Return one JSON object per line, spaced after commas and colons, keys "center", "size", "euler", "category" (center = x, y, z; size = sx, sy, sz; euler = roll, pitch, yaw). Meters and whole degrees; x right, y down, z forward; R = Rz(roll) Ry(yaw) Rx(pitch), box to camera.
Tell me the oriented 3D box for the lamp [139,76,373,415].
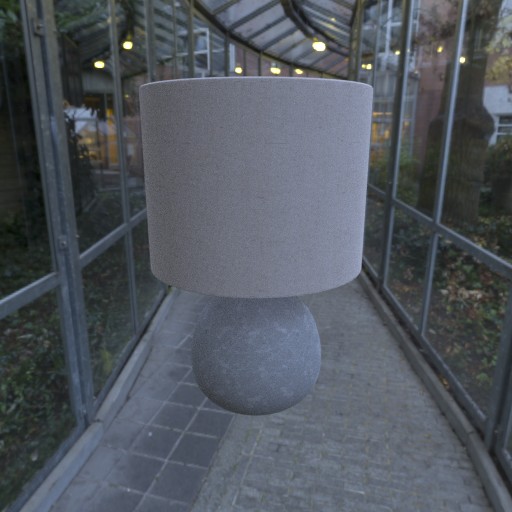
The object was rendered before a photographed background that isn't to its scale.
{"center": [0.000, 0.000, 0.580], "size": [0.269, 0.409, 0.269], "euler": [8, 18, 27], "category": "lamp"}
